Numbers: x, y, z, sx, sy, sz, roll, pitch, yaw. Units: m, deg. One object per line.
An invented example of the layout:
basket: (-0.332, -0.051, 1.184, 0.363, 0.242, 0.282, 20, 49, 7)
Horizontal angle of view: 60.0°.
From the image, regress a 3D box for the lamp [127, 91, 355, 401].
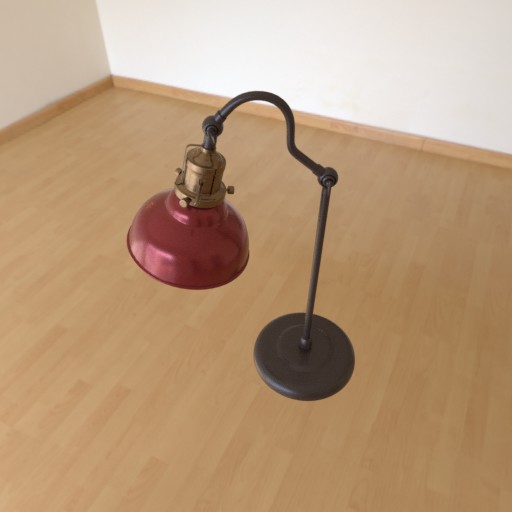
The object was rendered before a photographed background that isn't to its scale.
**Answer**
lamp: (0.000, 0.000, 0.675, 0.374, 0.508, 0.192, 1, 43, 1)
